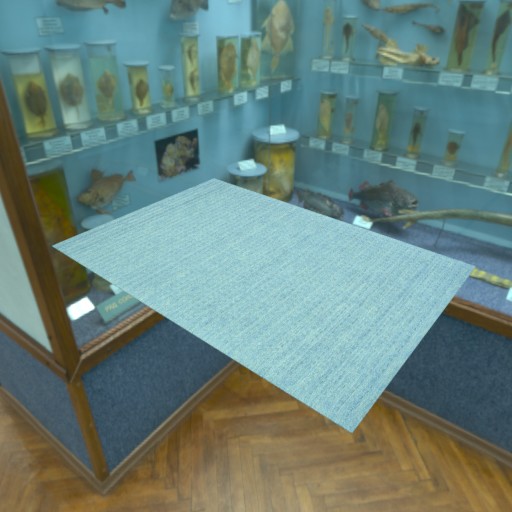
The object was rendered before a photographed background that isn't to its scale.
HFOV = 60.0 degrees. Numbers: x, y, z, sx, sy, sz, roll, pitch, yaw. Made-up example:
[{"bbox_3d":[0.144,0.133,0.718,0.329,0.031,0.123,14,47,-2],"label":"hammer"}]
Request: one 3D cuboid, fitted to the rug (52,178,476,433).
[{"bbox_3d":[0.000,0.000,3.659,2.895,0.006,1.982,24,39,33],"label":"rug"}]
